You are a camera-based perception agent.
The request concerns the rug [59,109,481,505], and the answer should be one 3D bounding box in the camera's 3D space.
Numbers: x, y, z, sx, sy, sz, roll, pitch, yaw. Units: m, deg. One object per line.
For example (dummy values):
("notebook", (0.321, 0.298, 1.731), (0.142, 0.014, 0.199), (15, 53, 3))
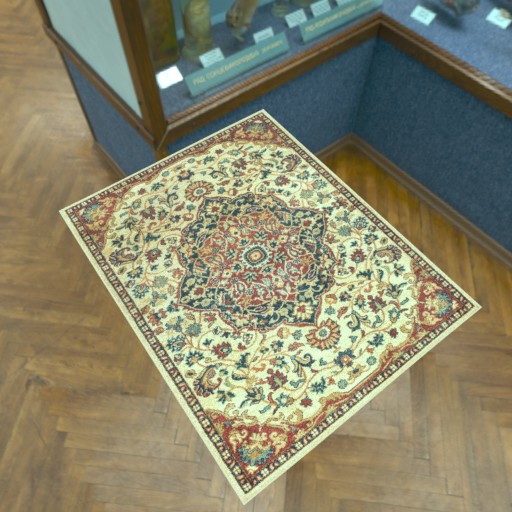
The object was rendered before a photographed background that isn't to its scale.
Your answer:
("rug", (0.000, 0.000, 3.987), (2.454, 0.005, 3.067), (-32, 63, -18))
